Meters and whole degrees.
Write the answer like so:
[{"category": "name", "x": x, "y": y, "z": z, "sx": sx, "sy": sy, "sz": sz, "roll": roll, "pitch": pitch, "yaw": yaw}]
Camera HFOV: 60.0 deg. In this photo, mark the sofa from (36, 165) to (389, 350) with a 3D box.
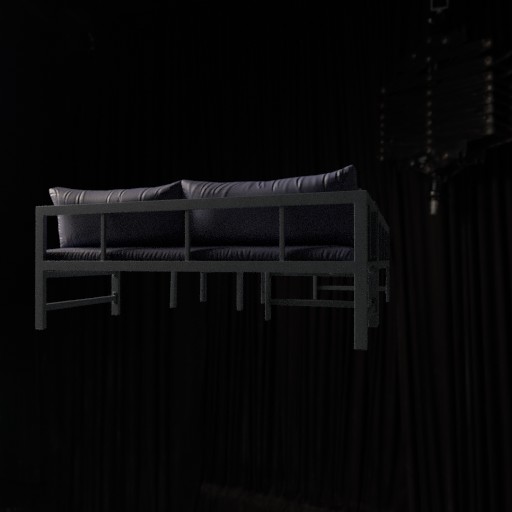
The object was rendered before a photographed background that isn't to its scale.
[{"category": "sofa", "x": 0.000, "y": 0.000, "z": 3.022, "sx": 1.658, "sy": 0.762, "sz": 2.149, "roll": 0, "pitch": 0, "yaw": 19}]
